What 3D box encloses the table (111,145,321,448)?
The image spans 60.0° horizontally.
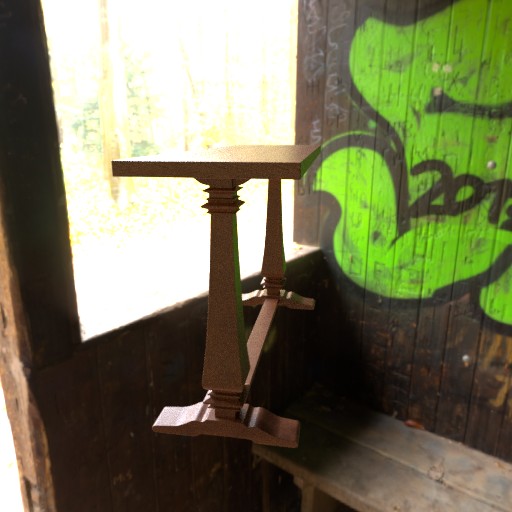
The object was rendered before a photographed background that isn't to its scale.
[{"bbox_3d":[0.000,0.000,1.827,0.461,0.852,1.478,3,16,9],"label":"table"}]
